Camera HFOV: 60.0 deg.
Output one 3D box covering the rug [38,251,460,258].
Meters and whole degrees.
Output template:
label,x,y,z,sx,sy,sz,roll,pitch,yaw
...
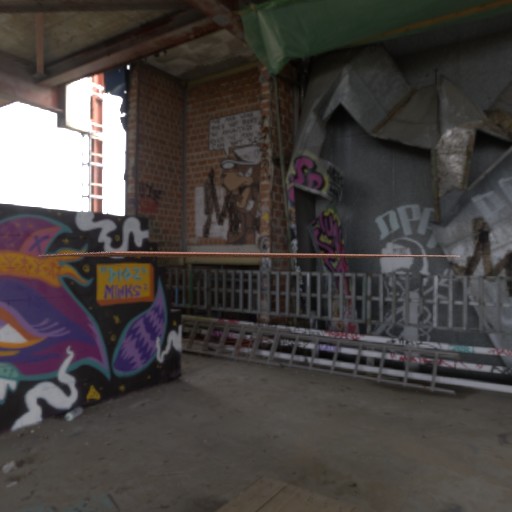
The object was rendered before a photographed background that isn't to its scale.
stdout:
label,x,y,z,sx,sy,sz,roll,pitch,yaw
rug,0.000,0.000,3.003,2.438,0.008,1.523,0,-1,-36
